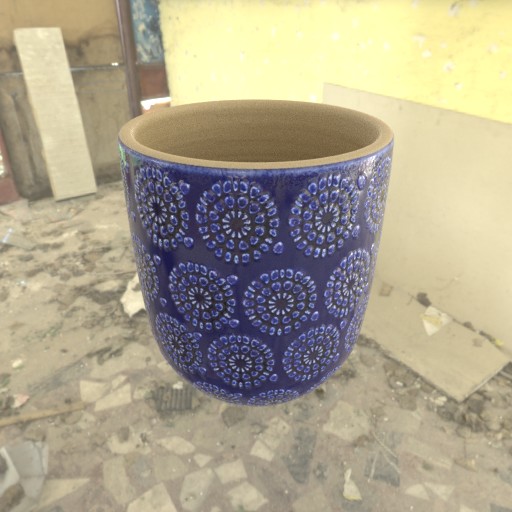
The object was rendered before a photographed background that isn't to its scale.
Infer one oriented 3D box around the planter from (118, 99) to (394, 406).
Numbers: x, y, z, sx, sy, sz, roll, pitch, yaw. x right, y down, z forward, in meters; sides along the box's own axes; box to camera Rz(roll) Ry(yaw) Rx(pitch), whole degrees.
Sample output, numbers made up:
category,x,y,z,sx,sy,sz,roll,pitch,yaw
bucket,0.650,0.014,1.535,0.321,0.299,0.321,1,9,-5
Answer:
category,x,y,z,sx,sy,sz,roll,pitch,yaw
planter,0.000,0.000,0.351,0.184,0.206,0.184,0,30,0
